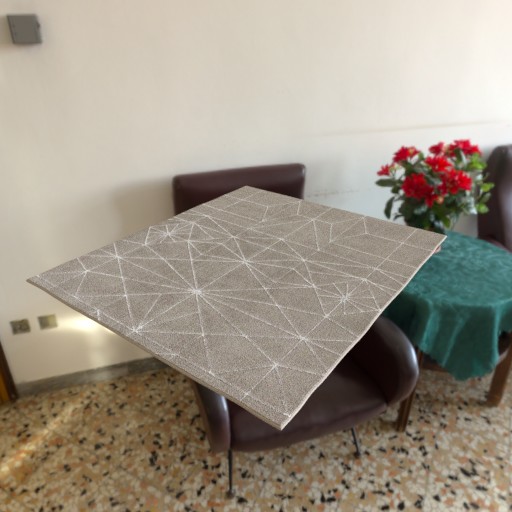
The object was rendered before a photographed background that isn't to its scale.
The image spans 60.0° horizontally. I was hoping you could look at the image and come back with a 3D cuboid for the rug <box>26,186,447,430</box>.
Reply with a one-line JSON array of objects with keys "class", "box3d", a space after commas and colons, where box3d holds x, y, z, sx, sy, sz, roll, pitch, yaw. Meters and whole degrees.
[{"class": "rug", "box3d": [0.000, 0.000, 0.868, 0.548, 0.006, 0.639, 19, 33, 32]}]
